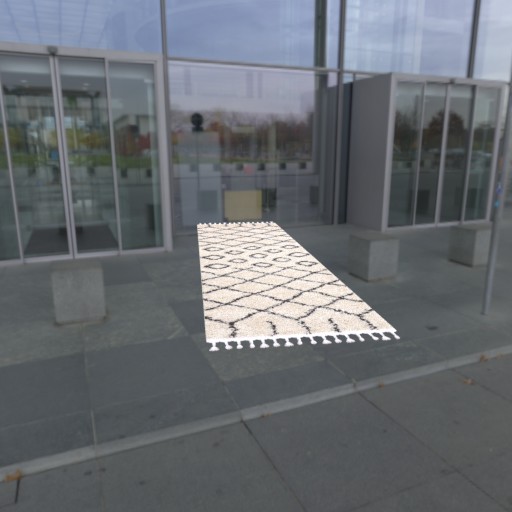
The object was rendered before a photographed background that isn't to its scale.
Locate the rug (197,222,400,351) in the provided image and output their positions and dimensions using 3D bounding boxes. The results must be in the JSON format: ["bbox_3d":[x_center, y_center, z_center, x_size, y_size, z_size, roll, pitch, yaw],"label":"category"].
[{"bbox_3d":[0.000,0.000,2.622,0.660,0.005,2.464,-2,14,-8],"label":"rug"}]
